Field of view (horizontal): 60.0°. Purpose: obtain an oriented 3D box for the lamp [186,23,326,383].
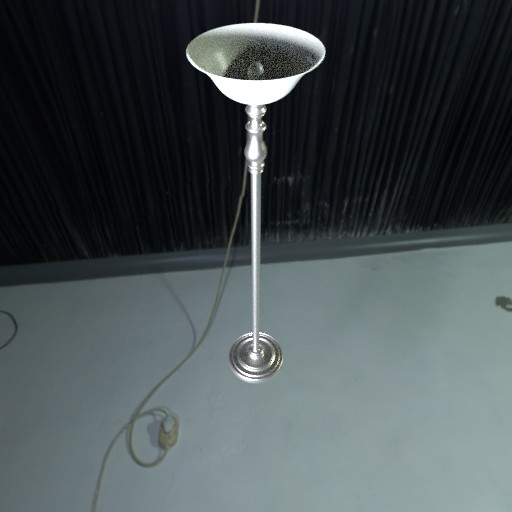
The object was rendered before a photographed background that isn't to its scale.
[{"bbox_3d":[0.000,0.000,1.941,0.405,1.771,0.405,-9,48,-8],"label":"lamp"}]
